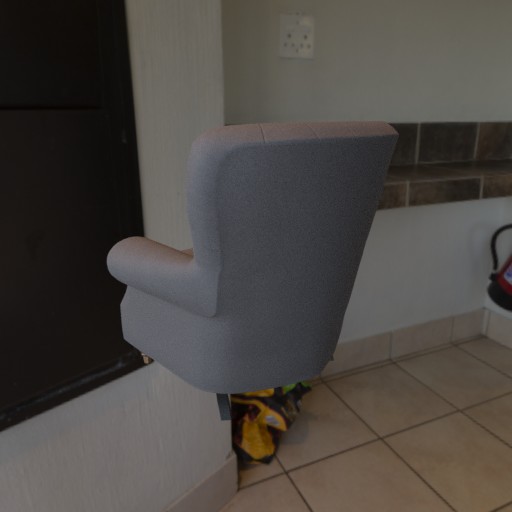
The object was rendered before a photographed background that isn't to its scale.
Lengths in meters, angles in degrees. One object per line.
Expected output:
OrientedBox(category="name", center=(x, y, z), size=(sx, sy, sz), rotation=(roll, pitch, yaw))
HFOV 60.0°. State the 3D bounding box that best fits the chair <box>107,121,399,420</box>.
OrientedBox(category="chair", center=(0.000, 0.000, 1.786), size=(0.983, 1.046, 0.983), rotation=(-16, 23, -40))
